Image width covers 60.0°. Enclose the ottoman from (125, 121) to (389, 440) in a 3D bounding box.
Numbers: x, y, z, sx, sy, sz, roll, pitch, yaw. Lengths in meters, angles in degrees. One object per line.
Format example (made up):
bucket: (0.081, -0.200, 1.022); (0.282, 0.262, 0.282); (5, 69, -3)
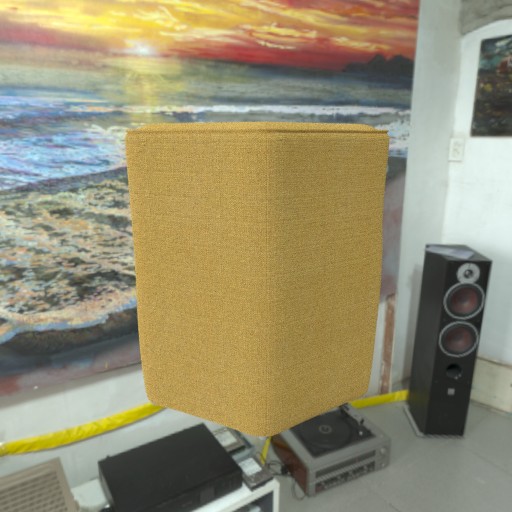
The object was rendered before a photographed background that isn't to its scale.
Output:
ottoman: (0.000, 0.000, 0.888); (0.494, 0.502, 0.443); (7, 16, 25)
